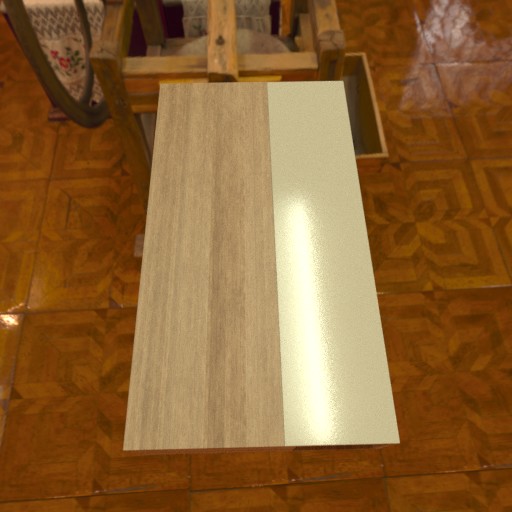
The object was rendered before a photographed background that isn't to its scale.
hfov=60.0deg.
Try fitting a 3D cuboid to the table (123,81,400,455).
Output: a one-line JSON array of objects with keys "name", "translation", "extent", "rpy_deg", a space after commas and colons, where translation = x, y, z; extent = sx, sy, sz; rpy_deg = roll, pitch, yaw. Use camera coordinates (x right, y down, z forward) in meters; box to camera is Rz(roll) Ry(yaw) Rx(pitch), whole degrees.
[{"name": "table", "translation": [0.000, 0.000, 1.361], "extent": [0.600, 0.350, 1.100], "rpy_deg": [-1, 63, -1]}]
